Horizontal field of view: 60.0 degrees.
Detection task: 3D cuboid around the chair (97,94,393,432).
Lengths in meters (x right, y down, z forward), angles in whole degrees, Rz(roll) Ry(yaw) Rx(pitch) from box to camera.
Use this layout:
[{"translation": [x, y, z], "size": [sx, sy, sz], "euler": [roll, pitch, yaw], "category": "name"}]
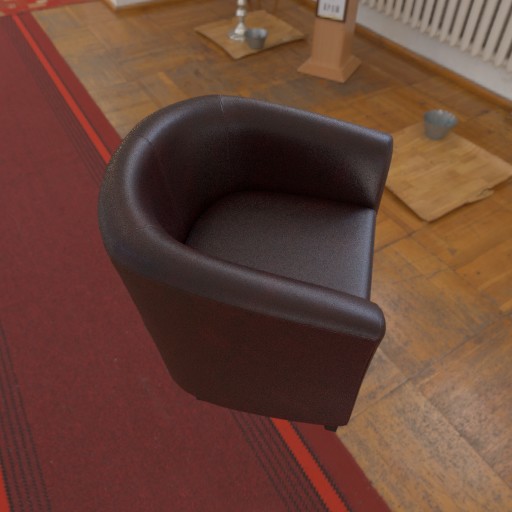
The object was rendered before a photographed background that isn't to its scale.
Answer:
[{"translation": [0.000, 0.000, 1.372], "size": [0.727, 0.756, 0.792], "euler": [10, 47, 9], "category": "chair"}]
